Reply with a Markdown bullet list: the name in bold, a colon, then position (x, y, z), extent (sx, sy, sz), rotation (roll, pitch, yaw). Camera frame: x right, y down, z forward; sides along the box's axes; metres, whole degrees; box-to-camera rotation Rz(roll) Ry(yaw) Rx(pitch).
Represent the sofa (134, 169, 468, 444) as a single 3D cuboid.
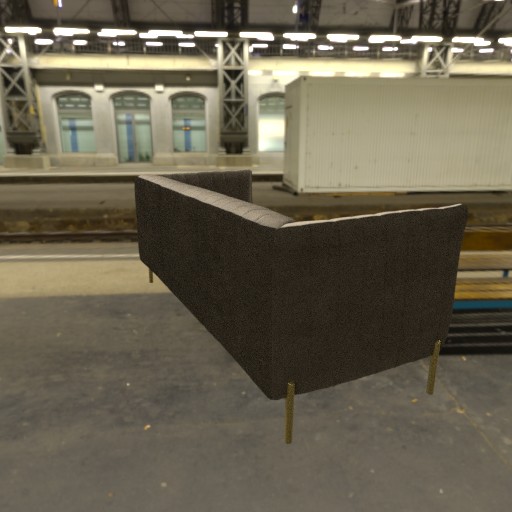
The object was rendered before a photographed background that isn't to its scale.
- **sofa**: position (0.000, 0.000, 2.413), extent (0.876, 0.780, 1.980), rotation (-8, 17, -26)
